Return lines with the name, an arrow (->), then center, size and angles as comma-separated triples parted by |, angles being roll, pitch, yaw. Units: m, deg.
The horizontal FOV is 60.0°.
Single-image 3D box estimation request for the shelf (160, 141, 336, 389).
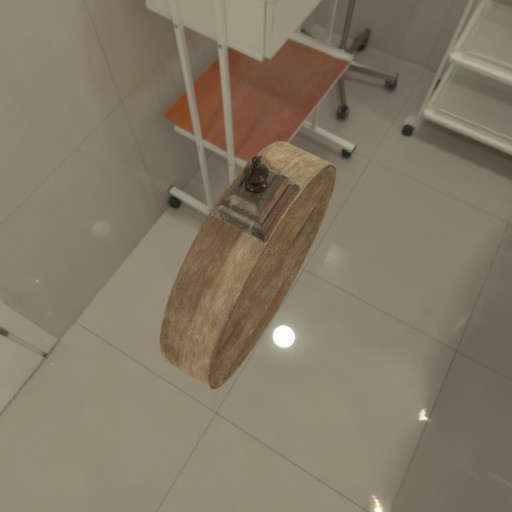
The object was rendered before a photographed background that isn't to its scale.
shelf -> 0.000, 0.000, 1.040 | 0.125, 0.725, 0.601 | 28, 67, 13
